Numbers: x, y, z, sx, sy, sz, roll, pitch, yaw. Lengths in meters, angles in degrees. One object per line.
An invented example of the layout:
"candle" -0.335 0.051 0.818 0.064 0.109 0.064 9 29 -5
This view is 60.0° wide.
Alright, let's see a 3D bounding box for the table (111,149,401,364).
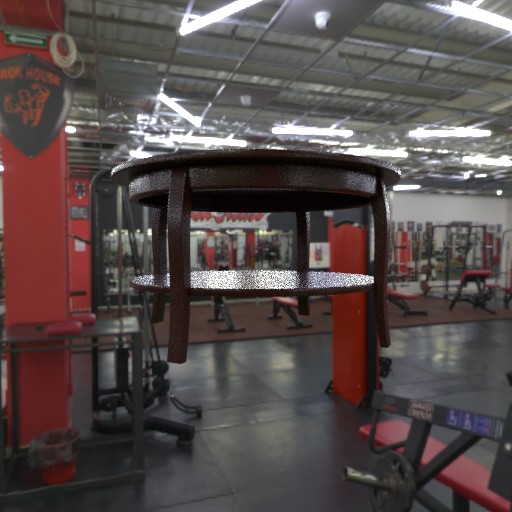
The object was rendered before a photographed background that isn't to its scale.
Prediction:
"table" 0.000 0.000 1.473 0.911 0.512 0.911 0 1 0
